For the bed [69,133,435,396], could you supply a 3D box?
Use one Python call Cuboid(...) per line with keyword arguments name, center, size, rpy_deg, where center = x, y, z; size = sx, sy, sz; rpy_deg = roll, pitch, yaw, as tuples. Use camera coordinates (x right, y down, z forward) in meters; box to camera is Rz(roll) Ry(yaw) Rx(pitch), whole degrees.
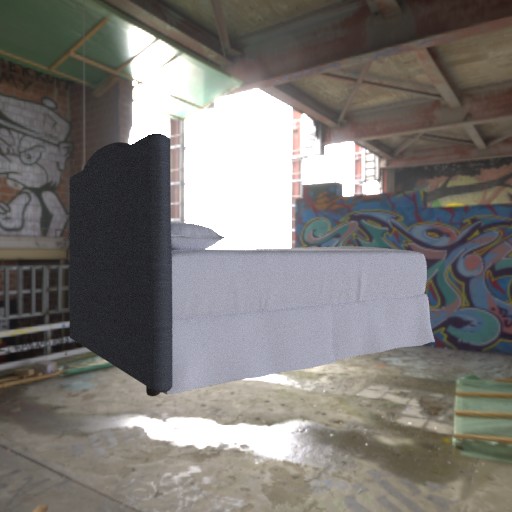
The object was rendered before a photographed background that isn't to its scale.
Cuboid(name="bed", center=(0.000, 0.000, 3.625), size=(2.507, 1.441, 1.747), rpy_deg=(0, 1, -36))
